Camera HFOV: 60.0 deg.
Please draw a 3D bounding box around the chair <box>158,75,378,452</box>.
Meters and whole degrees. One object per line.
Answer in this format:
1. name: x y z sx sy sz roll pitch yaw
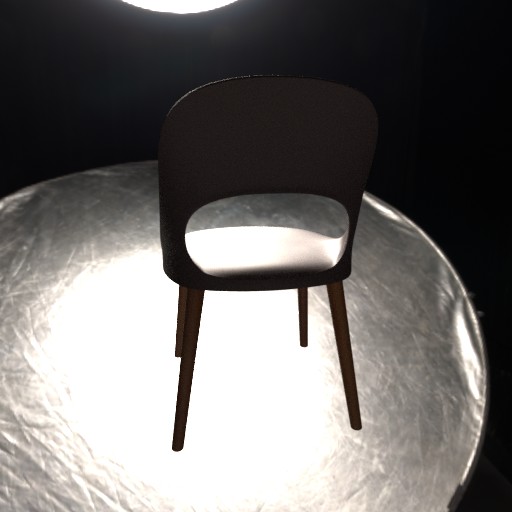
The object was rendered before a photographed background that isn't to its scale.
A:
1. chair: 0.000 0.000 1.129 0.470 0.794 0.556 -3 16 -10
